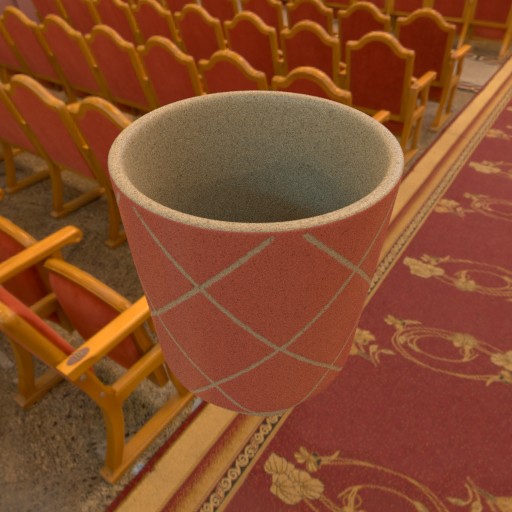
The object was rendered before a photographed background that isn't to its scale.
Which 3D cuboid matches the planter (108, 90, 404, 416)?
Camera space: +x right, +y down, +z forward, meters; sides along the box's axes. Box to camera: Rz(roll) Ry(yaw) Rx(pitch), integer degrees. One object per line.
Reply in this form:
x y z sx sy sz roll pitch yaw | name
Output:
0.000 0.000 0.425 0.227 0.235 0.227 0 41 0 | planter
